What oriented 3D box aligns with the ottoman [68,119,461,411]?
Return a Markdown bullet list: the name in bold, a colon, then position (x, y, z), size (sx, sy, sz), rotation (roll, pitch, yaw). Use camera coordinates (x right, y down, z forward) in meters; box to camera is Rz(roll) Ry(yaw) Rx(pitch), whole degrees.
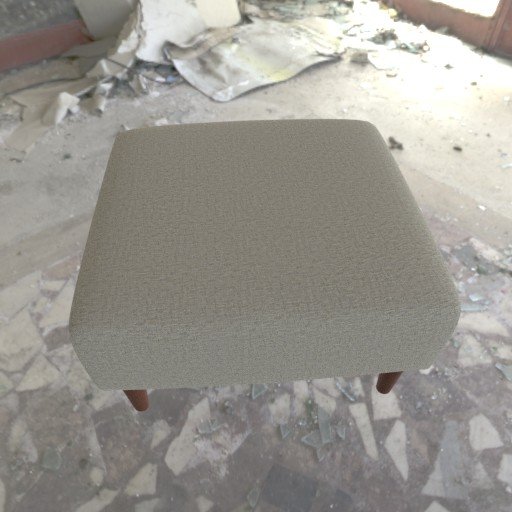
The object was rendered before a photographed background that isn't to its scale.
- **ottoman**: position (0.000, 0.000, 1.039), size (0.655, 0.399, 0.648), rotation (-3, 47, -3)
